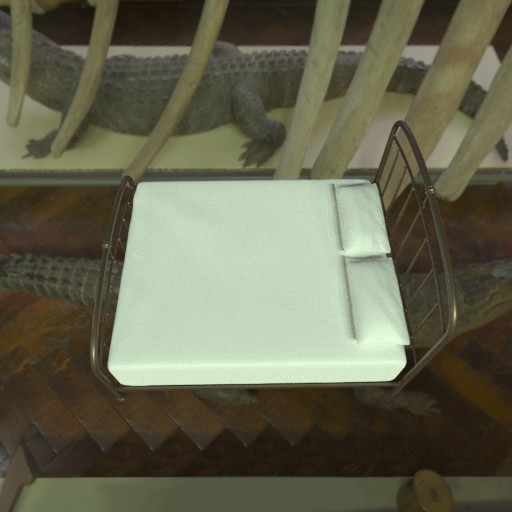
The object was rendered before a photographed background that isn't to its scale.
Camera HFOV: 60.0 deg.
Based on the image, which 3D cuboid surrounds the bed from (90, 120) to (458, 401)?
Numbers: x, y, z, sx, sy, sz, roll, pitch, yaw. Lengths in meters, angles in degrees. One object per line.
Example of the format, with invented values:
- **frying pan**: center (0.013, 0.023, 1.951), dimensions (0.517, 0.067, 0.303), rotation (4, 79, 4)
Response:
- **bed**: center (0.000, 0.000, 3.265), dimensions (2.168, 1.475, 1.711), rotation (-1, 58, -1)
